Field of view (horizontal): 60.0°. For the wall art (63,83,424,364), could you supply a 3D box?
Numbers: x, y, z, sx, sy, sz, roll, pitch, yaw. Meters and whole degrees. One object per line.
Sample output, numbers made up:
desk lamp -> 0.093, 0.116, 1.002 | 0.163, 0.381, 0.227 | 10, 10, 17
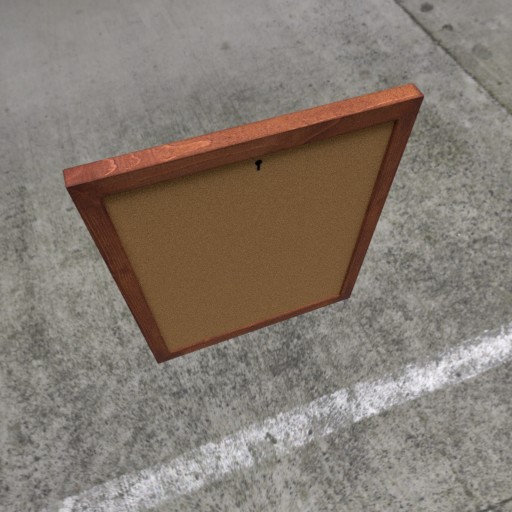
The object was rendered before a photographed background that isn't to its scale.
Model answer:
wall art -> 0.000, 0.000, 0.776 | 0.462, 0.558, 0.030 | -17, 58, -11
